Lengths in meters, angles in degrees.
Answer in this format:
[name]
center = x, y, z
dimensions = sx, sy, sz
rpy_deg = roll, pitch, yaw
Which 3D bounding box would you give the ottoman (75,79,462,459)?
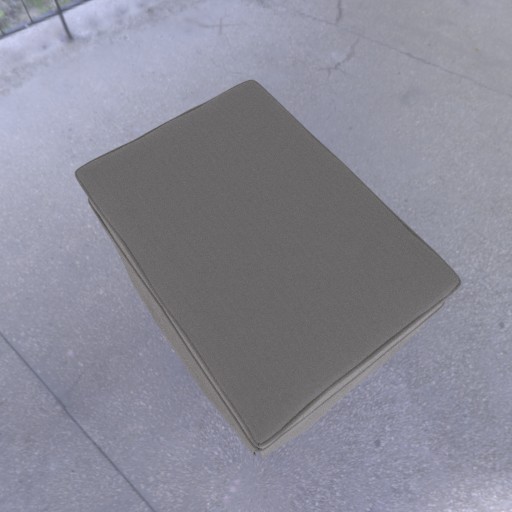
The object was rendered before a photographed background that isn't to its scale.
[ottoman]
center = 0.000, 0.000, 1.347
dimensions = 0.703, 0.479, 0.944
rpy_deg = -33, 68, -16
